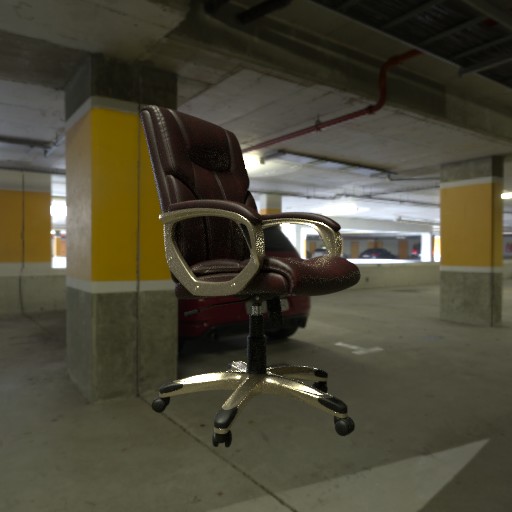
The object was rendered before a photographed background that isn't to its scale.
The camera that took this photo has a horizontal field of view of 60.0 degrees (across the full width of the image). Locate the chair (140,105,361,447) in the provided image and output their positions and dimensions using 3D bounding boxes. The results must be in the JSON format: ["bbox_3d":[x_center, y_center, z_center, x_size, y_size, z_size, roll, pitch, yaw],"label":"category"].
[{"bbox_3d":[0.000,0.000,1.581,0.739,1.107,0.662,0,1,36],"label":"chair"}]
